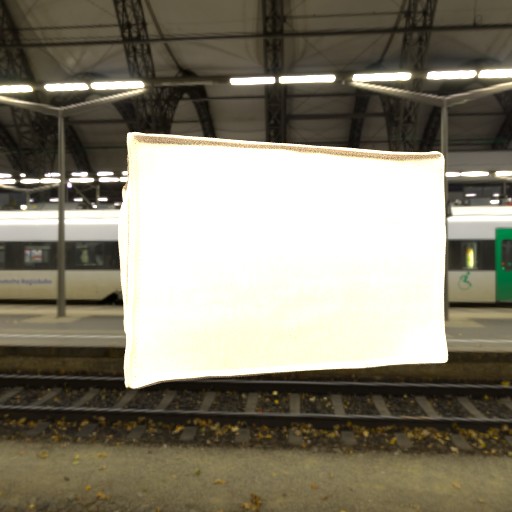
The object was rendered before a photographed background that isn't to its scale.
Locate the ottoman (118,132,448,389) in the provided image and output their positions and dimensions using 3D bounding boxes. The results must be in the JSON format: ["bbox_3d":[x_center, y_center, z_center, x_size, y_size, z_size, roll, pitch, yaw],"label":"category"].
[{"bbox_3d":[0.000,0.000,1.173,0.696,0.470,0.707,0,0,-17],"label":"ottoman"}]
